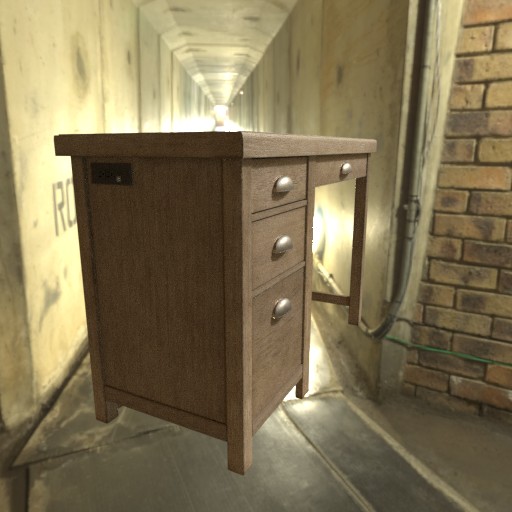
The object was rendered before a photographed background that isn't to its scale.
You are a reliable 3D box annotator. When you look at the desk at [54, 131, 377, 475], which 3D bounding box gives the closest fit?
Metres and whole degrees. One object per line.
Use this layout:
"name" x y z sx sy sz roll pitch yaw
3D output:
"desk" 0.000 0.000 1.766 0.610 0.912 1.289 7 15 27
